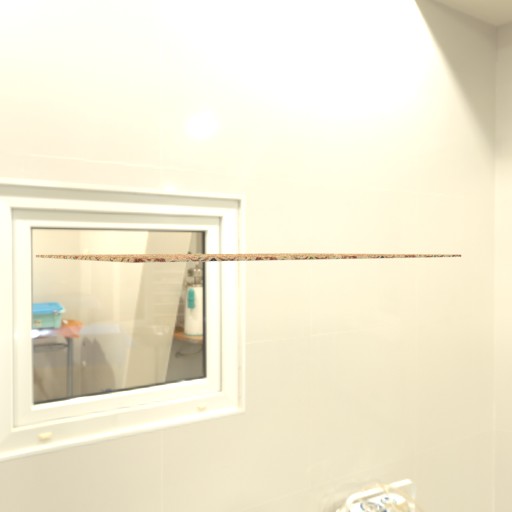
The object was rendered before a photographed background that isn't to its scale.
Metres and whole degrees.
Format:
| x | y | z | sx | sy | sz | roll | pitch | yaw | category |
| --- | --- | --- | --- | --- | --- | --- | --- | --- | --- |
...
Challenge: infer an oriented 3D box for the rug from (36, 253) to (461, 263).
| x | y | z | sx | sy | sz | roll | pitch | yaw | category |
| --- | --- | --- | --- | --- | --- | --- | --- | --- | --- |
| 0.000 | 0.000 | 2.289 | 1.838 | 0.013 | 1.226 | -1 | 1 | -38 | rug |
